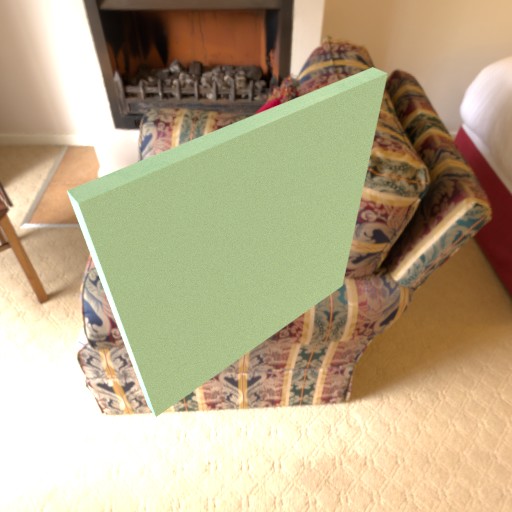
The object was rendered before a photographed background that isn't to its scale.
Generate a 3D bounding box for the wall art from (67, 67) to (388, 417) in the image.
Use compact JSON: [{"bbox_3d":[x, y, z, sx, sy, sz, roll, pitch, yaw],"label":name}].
[{"bbox_3d":[0.000,0.000,0.910,0.603,0.603,0.036,-30,53,-26],"label":"wall art"}]
